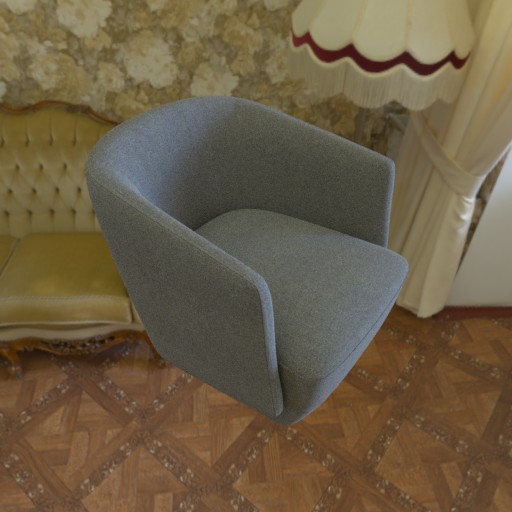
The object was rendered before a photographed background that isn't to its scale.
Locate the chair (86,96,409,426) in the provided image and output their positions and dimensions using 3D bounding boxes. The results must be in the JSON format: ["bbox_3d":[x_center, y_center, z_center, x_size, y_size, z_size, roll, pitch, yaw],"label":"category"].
[{"bbox_3d":[0.000,0.000,1.616,0.986,0.861,0.822,26,47,28],"label":"chair"}]
